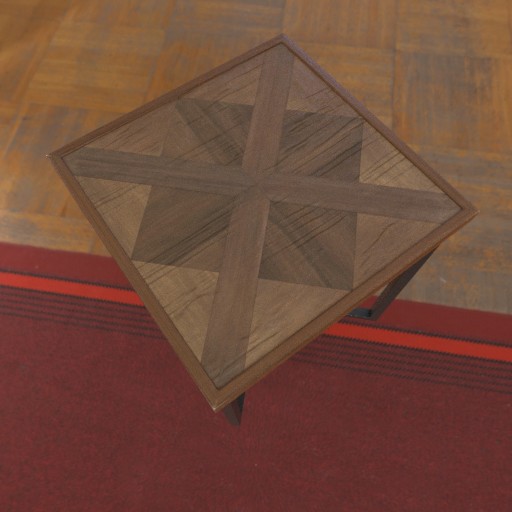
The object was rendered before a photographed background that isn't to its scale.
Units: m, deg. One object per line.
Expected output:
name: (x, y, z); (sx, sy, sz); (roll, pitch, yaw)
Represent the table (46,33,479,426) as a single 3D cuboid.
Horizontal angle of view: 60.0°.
table: (0.000, 0.000, 0.970); (0.503, 0.563, 0.503); (-34, 69, -15)
